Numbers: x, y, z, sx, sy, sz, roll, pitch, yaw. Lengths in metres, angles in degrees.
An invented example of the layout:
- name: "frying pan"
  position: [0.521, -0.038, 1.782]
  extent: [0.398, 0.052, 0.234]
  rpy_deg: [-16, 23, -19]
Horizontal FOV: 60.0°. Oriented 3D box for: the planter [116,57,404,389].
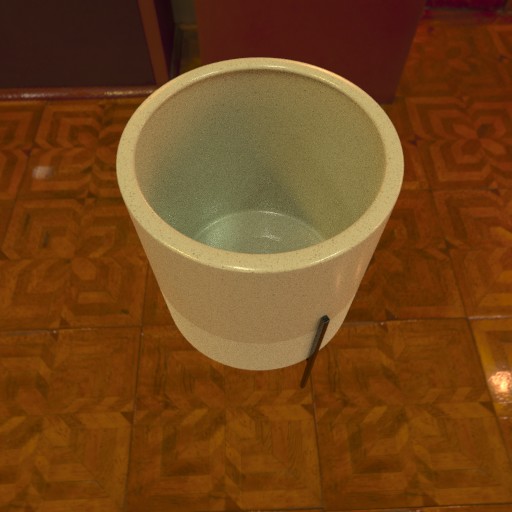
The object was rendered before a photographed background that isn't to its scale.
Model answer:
- name: "planter"
  position: [0.000, 0.000, 0.690]
  extent: [0.323, 0.475, 0.314]
  rpy_deg: [0, 59, 0]
